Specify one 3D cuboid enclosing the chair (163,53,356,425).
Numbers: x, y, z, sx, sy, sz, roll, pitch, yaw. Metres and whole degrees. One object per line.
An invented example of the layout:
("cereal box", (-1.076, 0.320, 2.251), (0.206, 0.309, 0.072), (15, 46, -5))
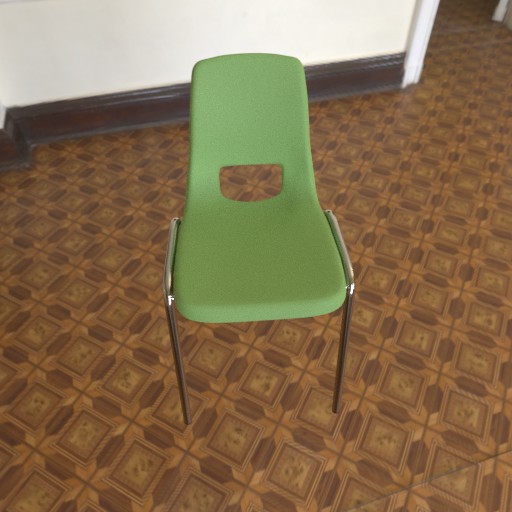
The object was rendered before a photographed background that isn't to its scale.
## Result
("chair", (0.000, 0.000, 0.969), (0.381, 0.704, 0.436), (-3, 47, -3))
